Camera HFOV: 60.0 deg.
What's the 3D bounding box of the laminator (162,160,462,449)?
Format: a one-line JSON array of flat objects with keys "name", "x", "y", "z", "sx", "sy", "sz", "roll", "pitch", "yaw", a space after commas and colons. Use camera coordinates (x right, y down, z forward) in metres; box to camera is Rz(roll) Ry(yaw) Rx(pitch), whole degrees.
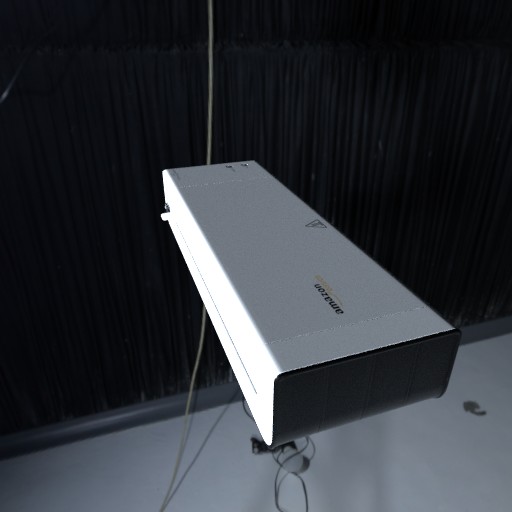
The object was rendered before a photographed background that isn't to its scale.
[{"name": "laminator", "x": 0.000, "y": 0.000, "z": 0.381, "sx": 0.123, "sy": 0.062, "sz": 0.340, "roll": -10, "pitch": 30, "yaw": -17}]
